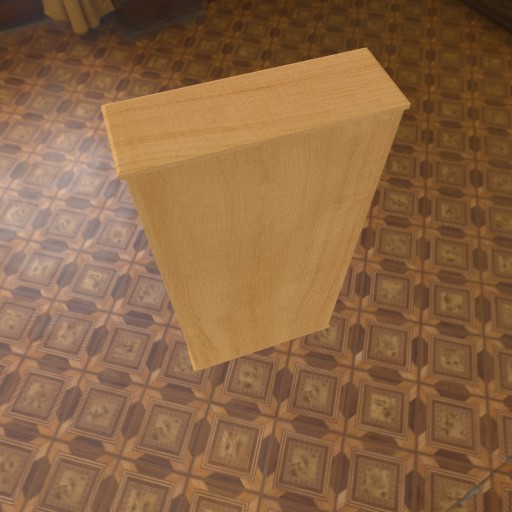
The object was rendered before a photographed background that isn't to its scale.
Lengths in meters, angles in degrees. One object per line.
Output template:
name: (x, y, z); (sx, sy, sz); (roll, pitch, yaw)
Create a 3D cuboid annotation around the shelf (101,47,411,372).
shelf: (0.000, 0.000, 1.219); (0.520, 1.030, 0.175); (-16, 60, -10)
